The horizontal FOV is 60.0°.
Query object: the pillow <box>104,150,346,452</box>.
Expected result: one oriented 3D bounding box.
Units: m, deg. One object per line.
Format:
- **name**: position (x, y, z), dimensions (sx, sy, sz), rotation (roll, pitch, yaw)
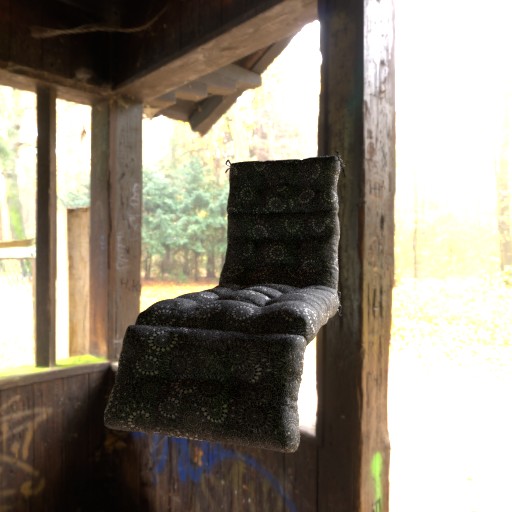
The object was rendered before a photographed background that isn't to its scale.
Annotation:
- **pillow**: position (0.000, 0.000, 1.481), dimensions (0.526, 0.863, 1.016), rotation (0, 1, 17)
